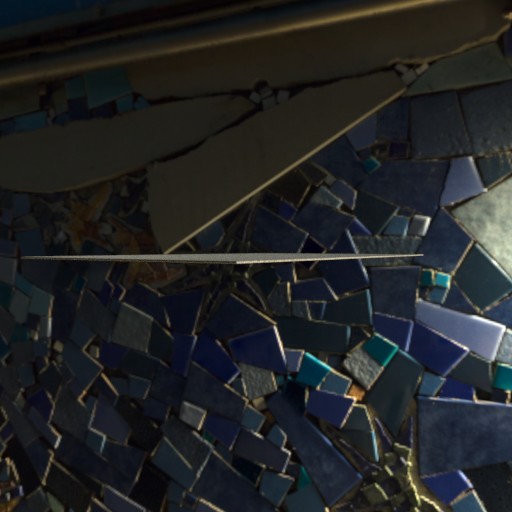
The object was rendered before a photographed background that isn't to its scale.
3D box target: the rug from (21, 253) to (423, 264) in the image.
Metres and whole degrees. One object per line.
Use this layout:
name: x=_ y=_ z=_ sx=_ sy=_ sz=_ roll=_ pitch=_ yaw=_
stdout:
rug: x=0.000 y=0.000 z=2.213 sx=1.142 sy=0.006 sz=1.752 roll=1 pitch=1 yaw=36
